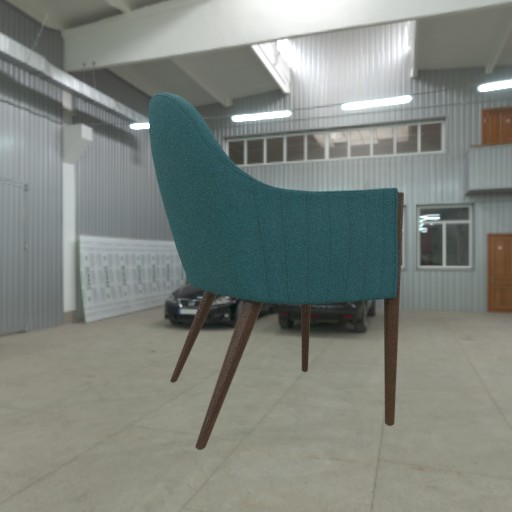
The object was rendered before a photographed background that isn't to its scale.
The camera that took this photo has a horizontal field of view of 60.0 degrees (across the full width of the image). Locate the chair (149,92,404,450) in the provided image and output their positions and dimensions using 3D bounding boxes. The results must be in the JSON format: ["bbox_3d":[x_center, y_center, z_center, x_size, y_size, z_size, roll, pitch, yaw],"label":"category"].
[{"bbox_3d":[0.000,0.000,1.382,0.652,0.907,0.656,0,0,-17],"label":"chair"}]
